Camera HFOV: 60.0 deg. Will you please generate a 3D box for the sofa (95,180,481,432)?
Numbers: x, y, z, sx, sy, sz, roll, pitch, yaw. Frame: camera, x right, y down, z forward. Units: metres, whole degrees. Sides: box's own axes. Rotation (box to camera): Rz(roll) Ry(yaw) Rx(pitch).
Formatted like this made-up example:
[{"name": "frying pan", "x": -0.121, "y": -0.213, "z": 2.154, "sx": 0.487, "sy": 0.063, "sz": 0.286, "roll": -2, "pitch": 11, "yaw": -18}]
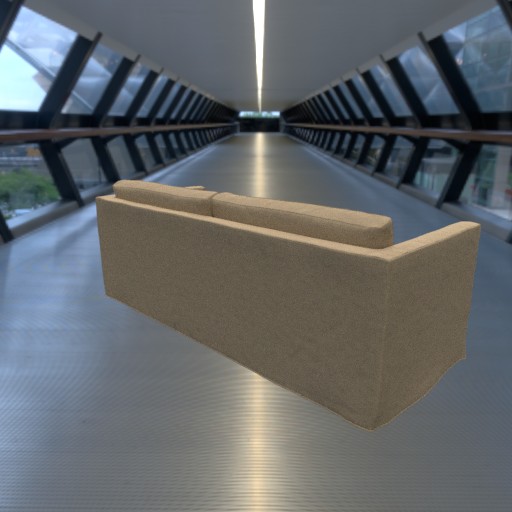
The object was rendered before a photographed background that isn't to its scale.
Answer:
[{"name": "sofa", "x": 0.000, "y": 0.000, "z": 2.738, "sx": 2.312, "sy": 0.853, "sz": 0.962, "roll": 15, "pitch": 21, "yaw": 43}]
